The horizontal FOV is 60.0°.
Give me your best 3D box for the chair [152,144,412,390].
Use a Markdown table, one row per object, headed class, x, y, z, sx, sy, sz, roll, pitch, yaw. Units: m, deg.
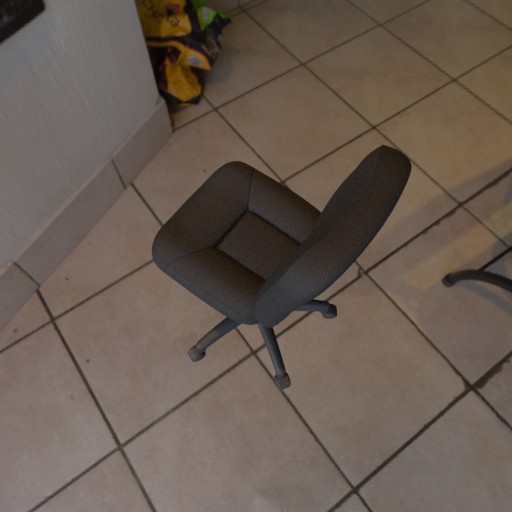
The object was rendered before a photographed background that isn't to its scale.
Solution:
| class | x | y | z | sx | sy | sz | roll | pitch | yaw |
| --- | --- | --- | --- | --- | --- | --- | --- | --- | --- |
| chair | 0.000 | 0.000 | 1.354 | 0.610 | 0.972 | 0.610 | 32 | 67 | 16 |
